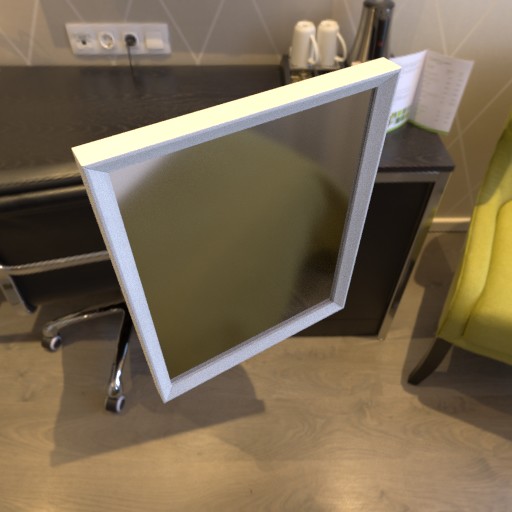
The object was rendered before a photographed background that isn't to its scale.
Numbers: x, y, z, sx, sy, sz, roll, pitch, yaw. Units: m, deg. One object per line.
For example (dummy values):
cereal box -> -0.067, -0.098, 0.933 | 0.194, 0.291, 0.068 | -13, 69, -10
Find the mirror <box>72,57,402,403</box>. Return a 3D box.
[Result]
mirror -> 0.000, 0.000, 0.684 | 0.406, 0.509, 0.041 | -24, 51, -21
